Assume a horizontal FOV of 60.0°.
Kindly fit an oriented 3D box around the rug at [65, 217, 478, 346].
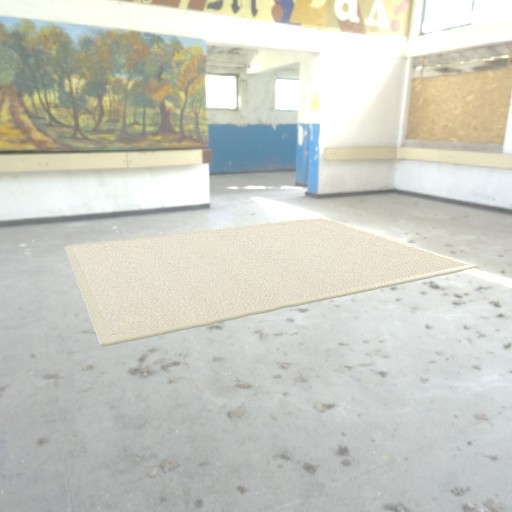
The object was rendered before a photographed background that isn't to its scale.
[{"bbox_3d":[0.000,0.000,4.837,3.659,0.037,2.734,-8,18,-26],"label":"rug"}]
